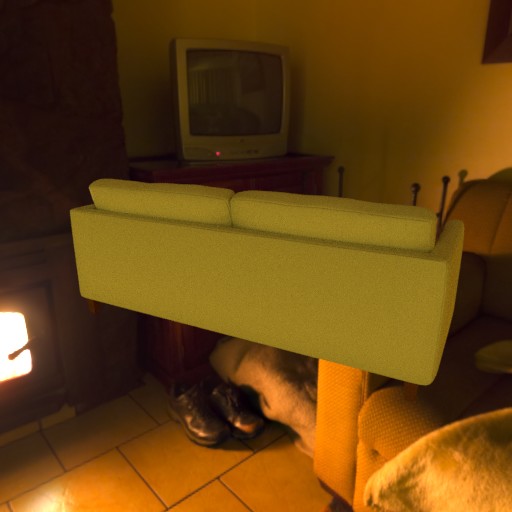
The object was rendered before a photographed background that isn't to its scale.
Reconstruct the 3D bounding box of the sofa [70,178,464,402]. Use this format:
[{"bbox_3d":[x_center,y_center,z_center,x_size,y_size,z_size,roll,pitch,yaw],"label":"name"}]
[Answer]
[{"bbox_3d":[0.000,0.000,2.945,2.434,0.965,0.948,9,20,27],"label":"sofa"}]
